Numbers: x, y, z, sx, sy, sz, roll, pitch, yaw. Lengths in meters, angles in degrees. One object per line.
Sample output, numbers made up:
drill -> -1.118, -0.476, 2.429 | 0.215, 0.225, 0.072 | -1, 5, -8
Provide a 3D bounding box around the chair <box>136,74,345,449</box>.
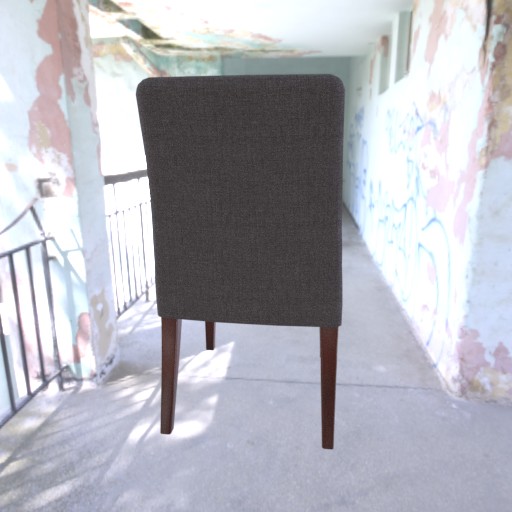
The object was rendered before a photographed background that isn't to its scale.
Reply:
chair -> 0.000, 0.000, 1.347 | 0.508, 0.952, 0.655 | 2, 15, 8
